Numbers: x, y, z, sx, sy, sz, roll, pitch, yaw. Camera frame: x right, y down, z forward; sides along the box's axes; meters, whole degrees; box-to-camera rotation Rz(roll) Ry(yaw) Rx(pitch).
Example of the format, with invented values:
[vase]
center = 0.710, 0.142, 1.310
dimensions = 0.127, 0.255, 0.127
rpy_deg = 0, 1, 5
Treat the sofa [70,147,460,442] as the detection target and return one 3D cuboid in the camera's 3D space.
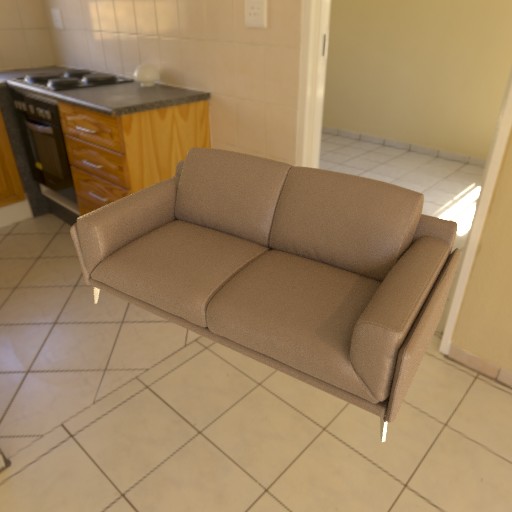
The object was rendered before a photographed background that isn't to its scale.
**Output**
[sofa]
center = 0.000, 0.000, 2.668
dimensions = 2.101, 0.930, 1.049
rpy_deg = 18, 35, 28
